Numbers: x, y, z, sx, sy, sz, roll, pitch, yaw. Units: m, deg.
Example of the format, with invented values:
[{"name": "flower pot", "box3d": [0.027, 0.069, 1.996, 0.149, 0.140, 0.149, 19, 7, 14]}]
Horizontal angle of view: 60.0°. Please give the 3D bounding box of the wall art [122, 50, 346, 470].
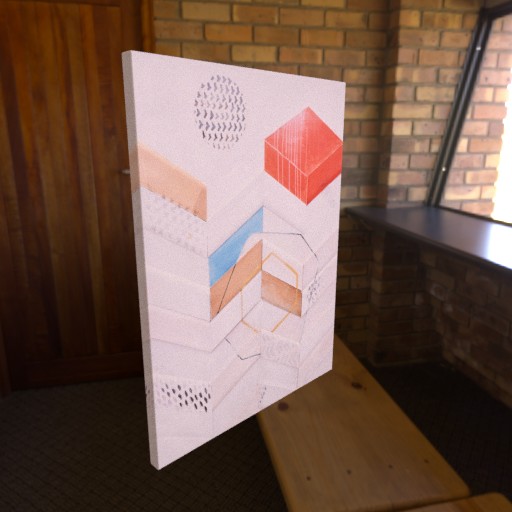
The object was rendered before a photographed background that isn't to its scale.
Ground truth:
[{"name": "wall art", "box3d": [0.000, 0.000, 1.302, 0.759, 1.014, 0.045, -14, 20, -42]}]
